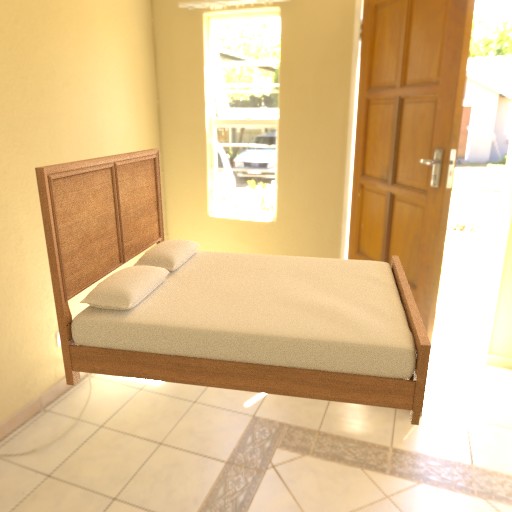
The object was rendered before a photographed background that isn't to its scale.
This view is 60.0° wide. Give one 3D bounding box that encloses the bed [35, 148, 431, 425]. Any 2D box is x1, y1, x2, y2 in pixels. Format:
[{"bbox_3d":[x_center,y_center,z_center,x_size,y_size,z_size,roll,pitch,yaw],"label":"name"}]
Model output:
[{"bbox_3d":[0.000,0.000,3.217,2.184,1.387,1.606,3,18,11],"label":"bed"}]
